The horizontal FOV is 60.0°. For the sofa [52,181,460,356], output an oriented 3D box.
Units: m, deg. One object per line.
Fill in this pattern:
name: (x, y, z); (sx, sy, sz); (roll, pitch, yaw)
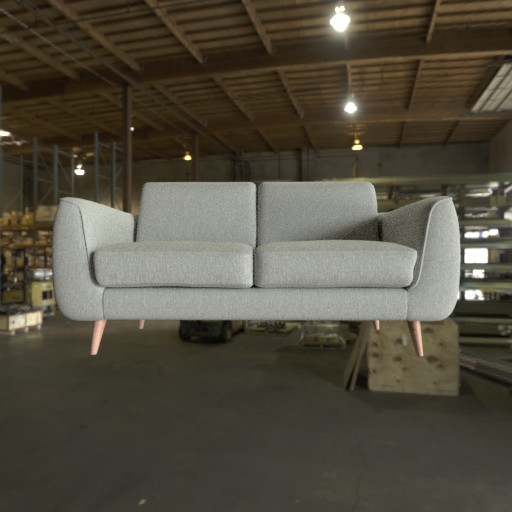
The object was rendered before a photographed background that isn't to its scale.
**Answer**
sofa: (0.000, 0.000, 2.231); (1.700, 0.850, 0.920); (0, -1, 1)
